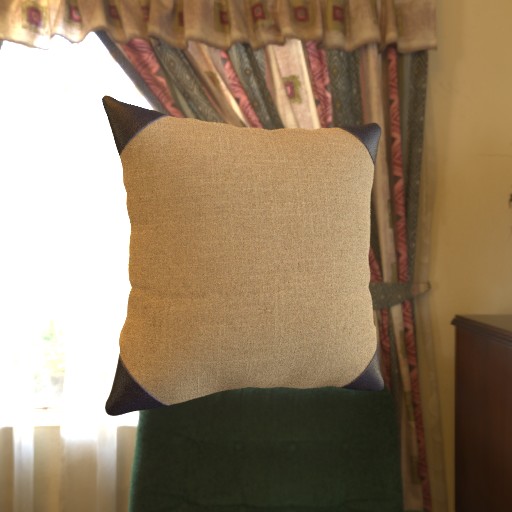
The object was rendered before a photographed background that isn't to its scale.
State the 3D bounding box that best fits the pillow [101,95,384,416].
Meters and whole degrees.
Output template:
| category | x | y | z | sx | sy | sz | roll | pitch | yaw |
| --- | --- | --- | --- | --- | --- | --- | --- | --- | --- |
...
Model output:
| category | x | y | z | sx | sy | sz | roll | pitch | yaw |
| --- | --- | --- | --- | --- | --- | --- | --- | --- | --- |
| pillow | 0.000 | 0.000 | 0.665 | 0.440 | 0.441 | 0.147 | 0 | 0 | -18 |
